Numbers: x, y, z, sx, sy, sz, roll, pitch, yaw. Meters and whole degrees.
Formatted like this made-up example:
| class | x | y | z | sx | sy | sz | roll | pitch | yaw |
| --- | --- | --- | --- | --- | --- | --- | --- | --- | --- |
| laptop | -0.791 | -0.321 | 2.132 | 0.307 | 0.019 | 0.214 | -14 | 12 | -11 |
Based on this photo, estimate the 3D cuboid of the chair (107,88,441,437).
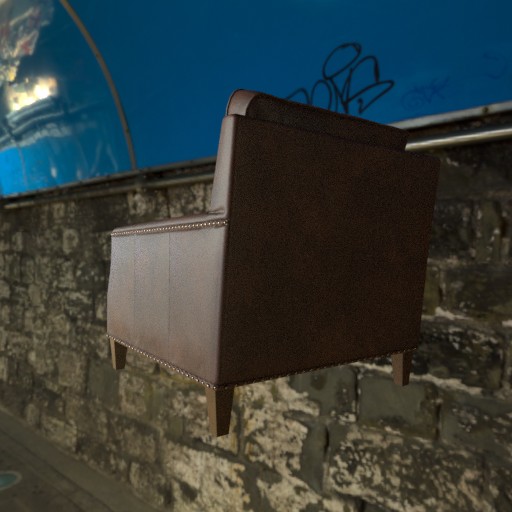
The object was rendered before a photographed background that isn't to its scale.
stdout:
| class | x | y | z | sx | sy | sz | roll | pitch | yaw |
| --- | --- | --- | --- | --- | --- | --- | --- | --- | --- |
| chair | 0.000 | 0.000 | 1.687 | 0.853 | 0.929 | 1.014 | 0 | 0 | -35 |
